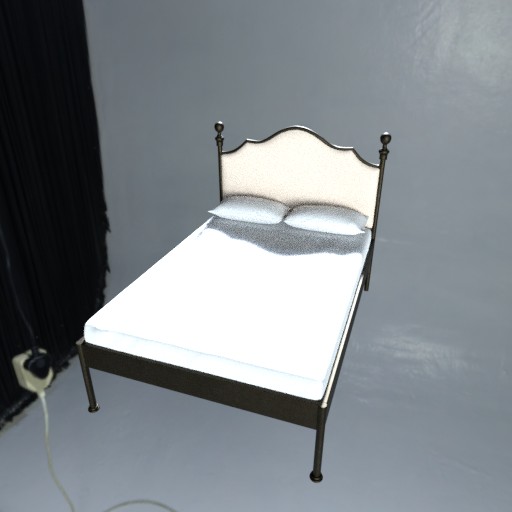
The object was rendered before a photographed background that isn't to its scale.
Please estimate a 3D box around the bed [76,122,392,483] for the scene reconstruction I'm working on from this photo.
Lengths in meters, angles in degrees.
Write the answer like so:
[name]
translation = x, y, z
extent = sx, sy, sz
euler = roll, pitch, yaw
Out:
[bed]
translation = 0.000, 0.000, 3.175
extent = 1.533, 1.462, 2.170
euler = 9, 28, 18
